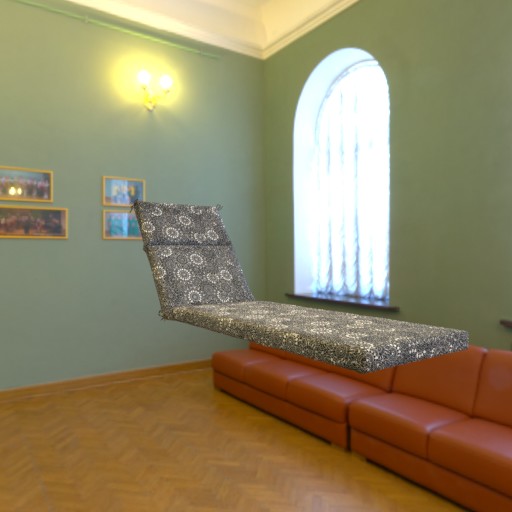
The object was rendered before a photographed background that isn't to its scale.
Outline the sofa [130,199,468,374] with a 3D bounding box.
[{"bbox_3d":[0.000,0.000,1.953,0.582,0.622,1.663,0,0,-36],"label":"sofa"}]
